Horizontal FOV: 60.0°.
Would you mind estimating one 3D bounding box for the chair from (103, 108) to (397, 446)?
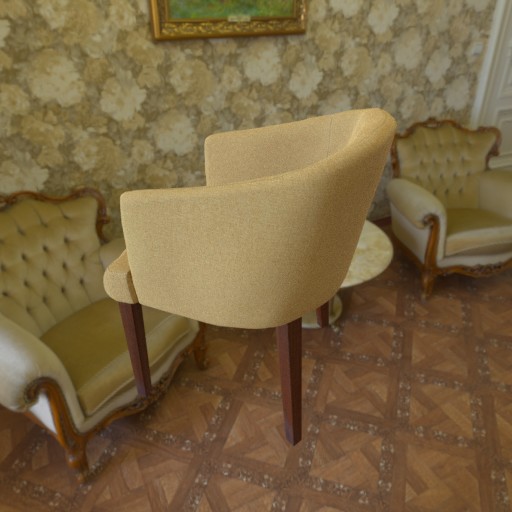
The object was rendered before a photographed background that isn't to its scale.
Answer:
[{"bbox_3d":[0.000,0.000,1.261,0.655,0.811,0.583,9,31,15],"label":"chair"}]
